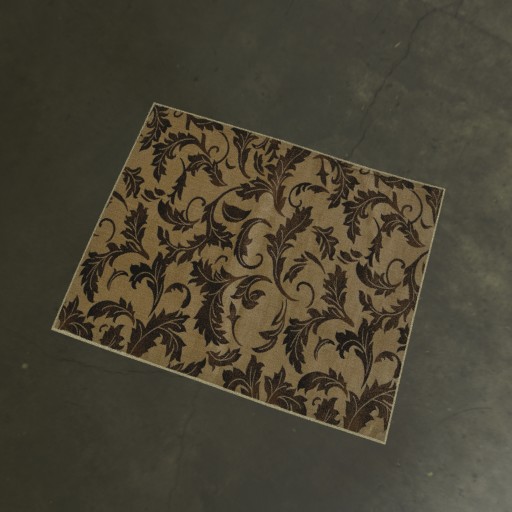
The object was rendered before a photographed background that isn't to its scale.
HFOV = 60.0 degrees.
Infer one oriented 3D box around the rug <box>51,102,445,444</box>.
[{"bbox_3d":[0.000,0.000,4.004,2.977,0.008,2.380,18,75,5],"label":"rug"}]
